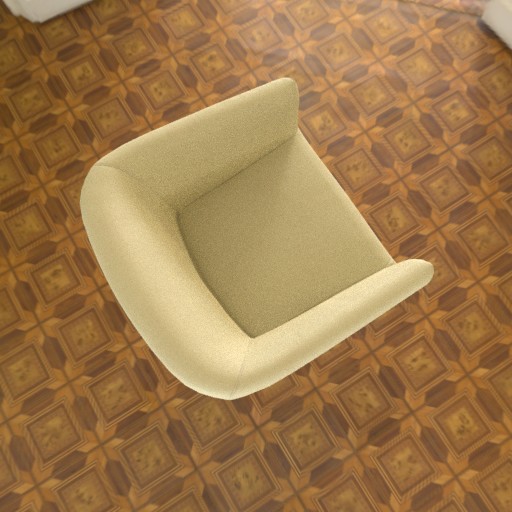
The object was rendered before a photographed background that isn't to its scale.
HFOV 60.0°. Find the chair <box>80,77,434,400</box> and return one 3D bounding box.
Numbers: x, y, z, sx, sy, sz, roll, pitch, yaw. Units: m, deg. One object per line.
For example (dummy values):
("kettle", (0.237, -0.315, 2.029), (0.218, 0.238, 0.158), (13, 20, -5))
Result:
("chair", (0.000, 0.000, 1.306), (0.657, 0.822, 0.643), (-32, 79, -7))
